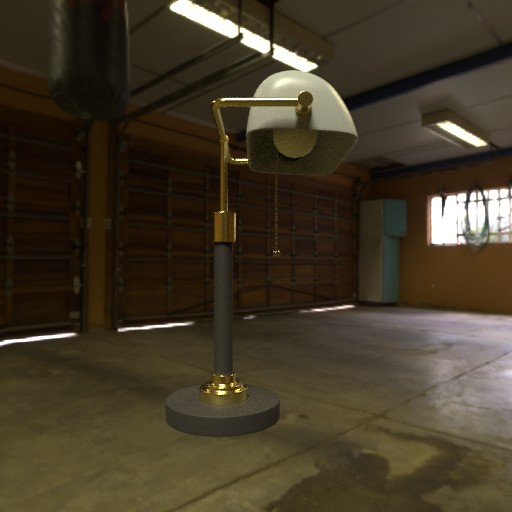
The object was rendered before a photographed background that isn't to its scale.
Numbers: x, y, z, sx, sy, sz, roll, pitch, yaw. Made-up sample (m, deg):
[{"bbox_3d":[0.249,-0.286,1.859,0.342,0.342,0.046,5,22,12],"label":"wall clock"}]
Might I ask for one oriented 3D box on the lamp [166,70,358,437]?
[{"bbox_3d":[0.000,0.000,0.566,0.227,0.404,0.269,0,-1,0],"label":"lamp"}]
